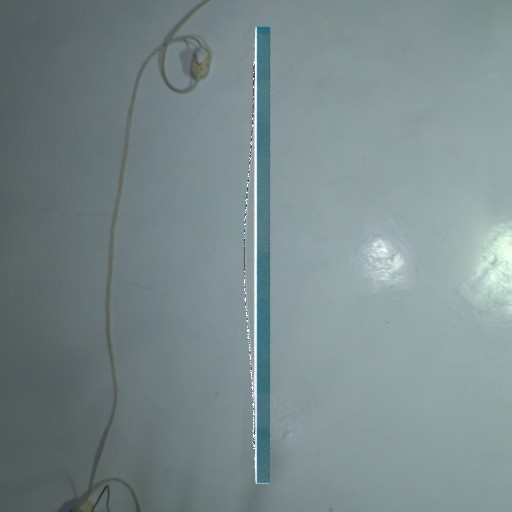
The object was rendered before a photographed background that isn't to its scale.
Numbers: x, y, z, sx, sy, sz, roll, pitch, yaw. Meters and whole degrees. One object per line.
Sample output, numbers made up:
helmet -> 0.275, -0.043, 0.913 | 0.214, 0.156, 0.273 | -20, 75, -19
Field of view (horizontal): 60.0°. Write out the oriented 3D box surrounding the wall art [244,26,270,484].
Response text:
wall art -> 0.000, 0.000, 0.858 | 0.044, 0.254, 0.759 | 0, 90, -1
